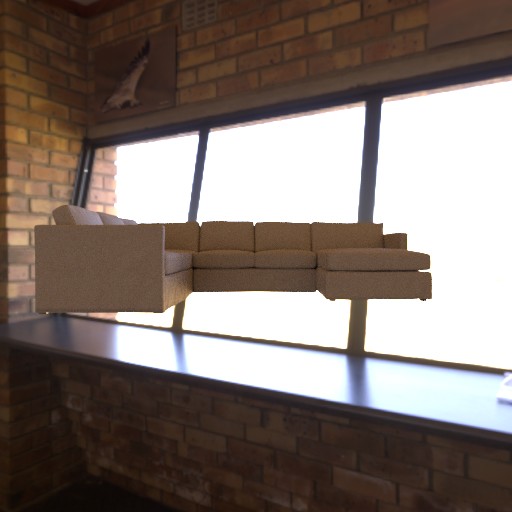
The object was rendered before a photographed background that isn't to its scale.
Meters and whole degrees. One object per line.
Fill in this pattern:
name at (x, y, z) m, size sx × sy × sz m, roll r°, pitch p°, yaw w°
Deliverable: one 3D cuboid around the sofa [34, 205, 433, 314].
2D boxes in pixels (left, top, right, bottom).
sofa at (0.000, 0.000, 4.644) m, size 3.460 × 0.882 × 2.427 m, roll 0°, pitch 1°, yaw 0°
